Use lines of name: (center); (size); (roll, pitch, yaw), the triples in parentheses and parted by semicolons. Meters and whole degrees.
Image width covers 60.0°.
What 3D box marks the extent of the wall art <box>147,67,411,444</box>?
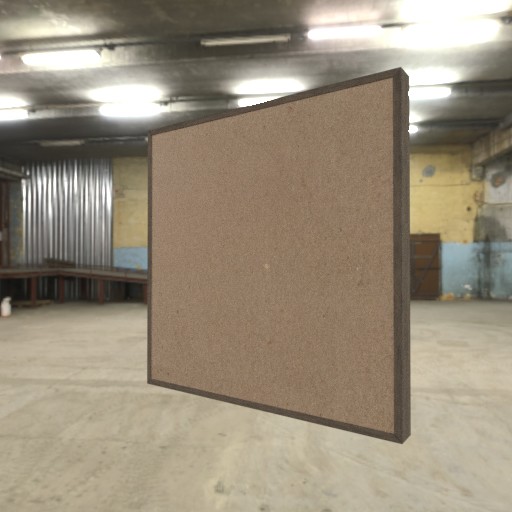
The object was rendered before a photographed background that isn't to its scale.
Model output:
wall art: (0.000, 0.000, 0.759); (0.508, 0.508, 0.038); (0, -1, 35)
